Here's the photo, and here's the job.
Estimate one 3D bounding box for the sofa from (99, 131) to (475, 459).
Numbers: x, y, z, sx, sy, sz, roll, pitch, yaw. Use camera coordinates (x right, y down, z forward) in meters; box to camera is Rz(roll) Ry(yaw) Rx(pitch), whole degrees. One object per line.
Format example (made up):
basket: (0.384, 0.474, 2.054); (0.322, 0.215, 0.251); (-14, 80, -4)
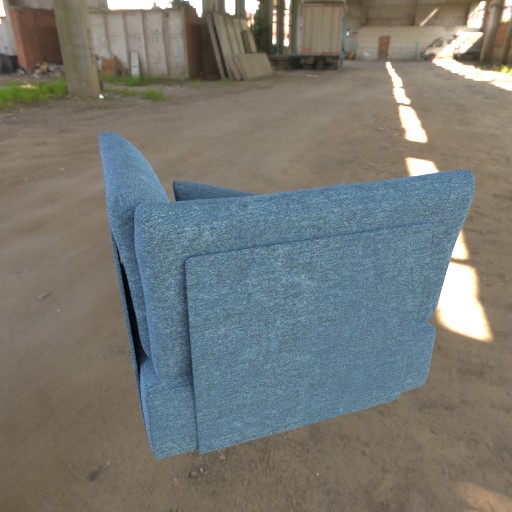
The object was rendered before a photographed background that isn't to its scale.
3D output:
sofa: (0.000, 0.000, 1.669); (1.000, 0.820, 1.000); (-9, 27, -17)
